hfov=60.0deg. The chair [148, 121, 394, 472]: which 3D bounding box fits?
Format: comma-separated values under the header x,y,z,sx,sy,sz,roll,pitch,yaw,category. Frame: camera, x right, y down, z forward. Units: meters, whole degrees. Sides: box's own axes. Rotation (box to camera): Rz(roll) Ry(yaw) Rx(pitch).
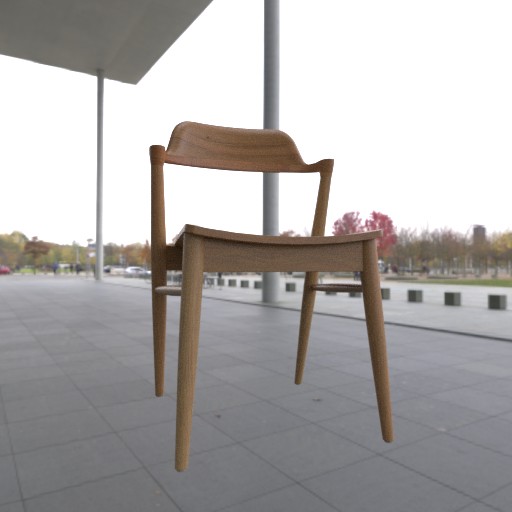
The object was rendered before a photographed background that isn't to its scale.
x,y,z,sx,sy,sz,roll,pitch,yaw,category
0.000,0.000,1.107,0.512,0.792,0.499,0,-1,-17,chair
